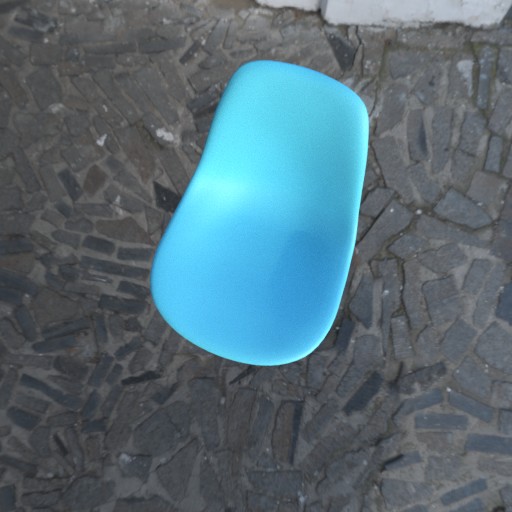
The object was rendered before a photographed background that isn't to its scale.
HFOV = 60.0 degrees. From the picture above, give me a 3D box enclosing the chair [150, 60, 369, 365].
[{"bbox_3d":[0.000,0.000,1.138,0.470,0.826,0.531,20,78,5],"label":"chair"}]
